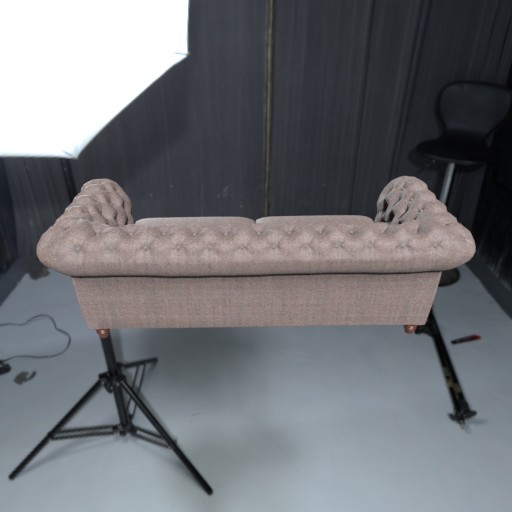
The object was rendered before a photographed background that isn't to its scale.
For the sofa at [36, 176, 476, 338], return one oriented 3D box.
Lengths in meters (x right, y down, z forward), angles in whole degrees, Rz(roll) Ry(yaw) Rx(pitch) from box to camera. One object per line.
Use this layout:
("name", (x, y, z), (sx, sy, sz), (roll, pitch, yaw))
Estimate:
("sofa", (0.000, 0.000, 2.836), (2.385, 0.787, 0.944), (-1, 31, -1))
